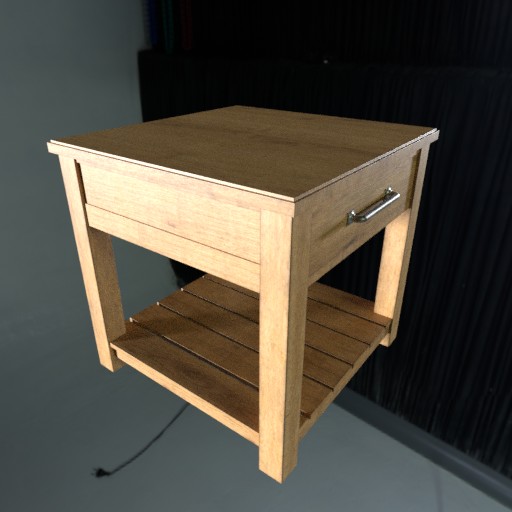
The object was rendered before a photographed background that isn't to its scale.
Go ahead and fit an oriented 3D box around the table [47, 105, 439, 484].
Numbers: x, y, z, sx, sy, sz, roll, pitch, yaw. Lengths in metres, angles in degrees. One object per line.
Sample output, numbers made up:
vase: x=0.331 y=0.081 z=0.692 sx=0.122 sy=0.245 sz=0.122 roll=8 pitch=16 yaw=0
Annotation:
table: x=0.000 y=0.000 z=1.096 sx=0.612 sy=0.593 sz=0.616 roll=19 pitch=32 yaw=33
